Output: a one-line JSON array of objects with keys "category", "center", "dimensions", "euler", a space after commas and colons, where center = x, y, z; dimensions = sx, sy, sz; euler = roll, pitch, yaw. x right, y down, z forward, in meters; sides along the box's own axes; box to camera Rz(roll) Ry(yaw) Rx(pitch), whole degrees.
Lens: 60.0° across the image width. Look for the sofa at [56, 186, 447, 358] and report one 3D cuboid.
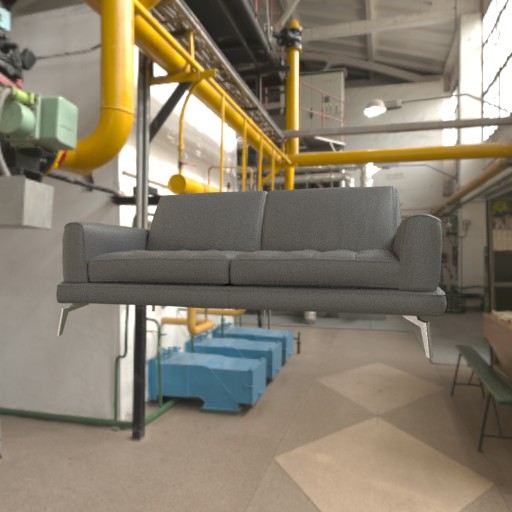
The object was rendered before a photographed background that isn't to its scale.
[{"category": "sofa", "center": [0.000, 0.000, 2.824], "dimensions": [2.177, 0.930, 1.121], "euler": [0, 0, 16]}]
